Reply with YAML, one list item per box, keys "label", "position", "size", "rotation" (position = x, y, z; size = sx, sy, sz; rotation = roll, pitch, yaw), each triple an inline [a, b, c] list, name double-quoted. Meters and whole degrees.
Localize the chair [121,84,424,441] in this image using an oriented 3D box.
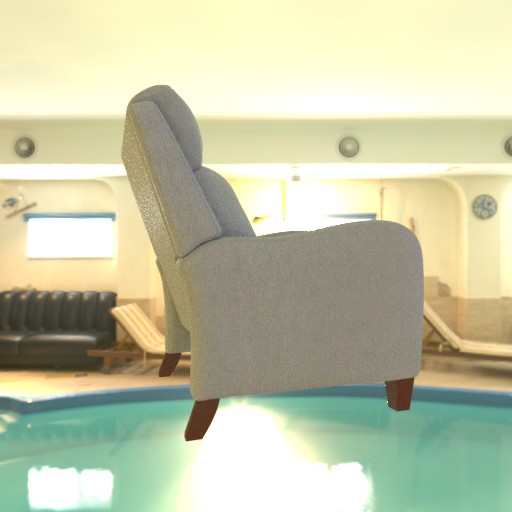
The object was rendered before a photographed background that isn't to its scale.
- label: "chair"
  position: [0.000, 0.000, 1.723]
  size: [0.988, 1.067, 0.785]
  rotation: [0, 0, -18]
